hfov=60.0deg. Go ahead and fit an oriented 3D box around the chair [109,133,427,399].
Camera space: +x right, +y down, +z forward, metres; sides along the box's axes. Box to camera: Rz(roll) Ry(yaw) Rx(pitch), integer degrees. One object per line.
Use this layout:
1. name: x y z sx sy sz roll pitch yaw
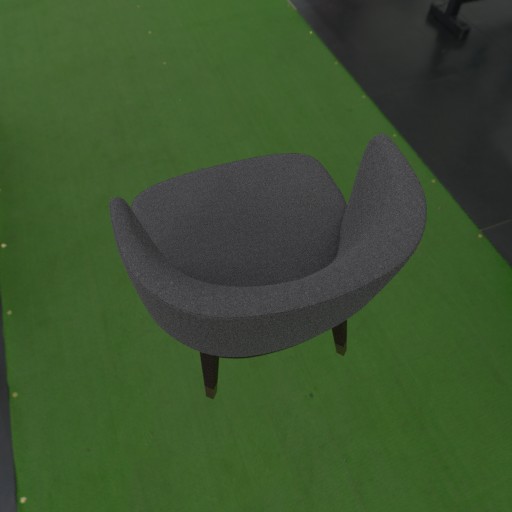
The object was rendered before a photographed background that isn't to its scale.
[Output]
1. chair: 0.000 0.000 1.226 0.639 0.695 0.698 -16 57 -10
